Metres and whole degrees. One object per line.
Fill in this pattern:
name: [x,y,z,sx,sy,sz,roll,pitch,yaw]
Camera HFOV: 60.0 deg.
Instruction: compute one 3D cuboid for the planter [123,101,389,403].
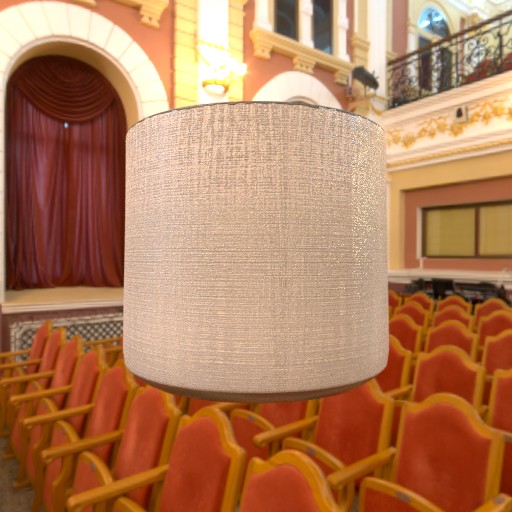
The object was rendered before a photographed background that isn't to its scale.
planter: [0.000,0.000,0.218,0.125,0.112,0.125,0,0,0]
